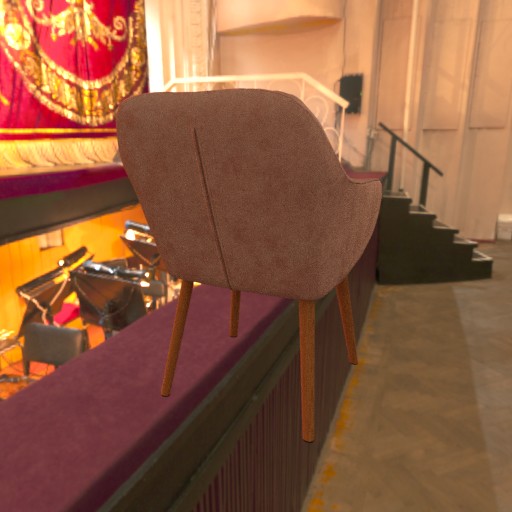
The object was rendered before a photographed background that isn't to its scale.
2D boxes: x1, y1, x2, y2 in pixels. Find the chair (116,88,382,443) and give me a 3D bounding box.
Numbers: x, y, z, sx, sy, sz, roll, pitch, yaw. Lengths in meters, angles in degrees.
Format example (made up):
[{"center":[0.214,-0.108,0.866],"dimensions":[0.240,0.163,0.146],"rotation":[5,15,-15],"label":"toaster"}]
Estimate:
[{"center":[0.000,0.000,1.239],"dimensions":[0.610,0.832,0.570],"rotation":[8,18,25],"label":"chair"}]
